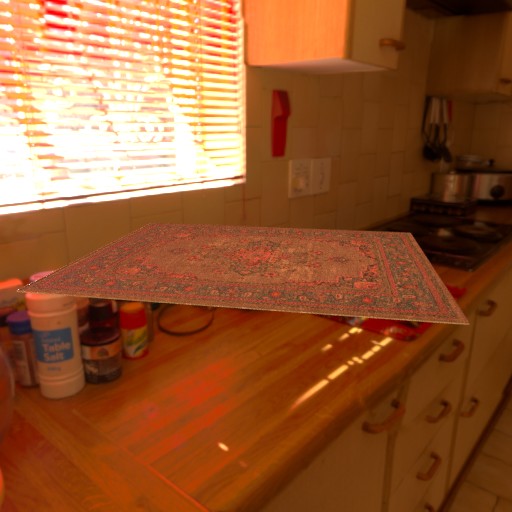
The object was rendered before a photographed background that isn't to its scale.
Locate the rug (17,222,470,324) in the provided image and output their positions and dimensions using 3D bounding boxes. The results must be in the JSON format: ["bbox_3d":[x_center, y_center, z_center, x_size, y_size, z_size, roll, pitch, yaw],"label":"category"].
[{"bbox_3d":[0.000,0.000,4.061,3.057,0.013,2.434,3,16,10],"label":"rug"}]
